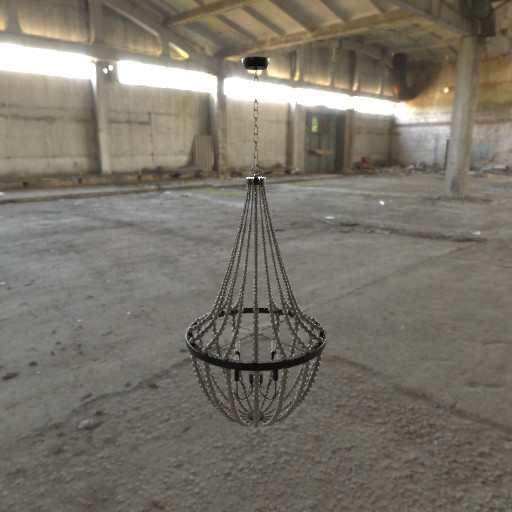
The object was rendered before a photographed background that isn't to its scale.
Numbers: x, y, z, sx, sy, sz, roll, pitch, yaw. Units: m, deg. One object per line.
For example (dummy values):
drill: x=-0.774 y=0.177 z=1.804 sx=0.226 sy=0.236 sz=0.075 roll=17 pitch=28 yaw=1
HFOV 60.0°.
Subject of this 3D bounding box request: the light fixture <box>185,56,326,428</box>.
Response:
light fixture: x=0.000 y=0.000 z=1.373 sx=0.450 sy=1.133 sz=0.450 roll=0 pitch=13 yaw=0
